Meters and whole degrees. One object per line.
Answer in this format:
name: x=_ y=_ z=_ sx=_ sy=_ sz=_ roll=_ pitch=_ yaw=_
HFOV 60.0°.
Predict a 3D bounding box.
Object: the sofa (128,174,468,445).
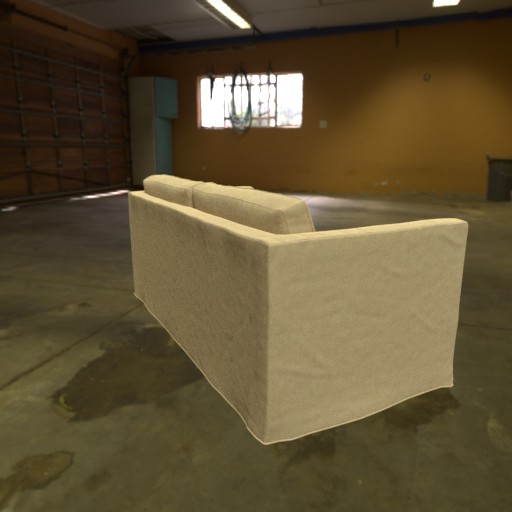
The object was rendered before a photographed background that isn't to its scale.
sofa: x=0.000 y=0.000 z=2.437 sx=0.962 sy=0.835 sz=1.959 roll=-7 pitch=15 yaw=-27
